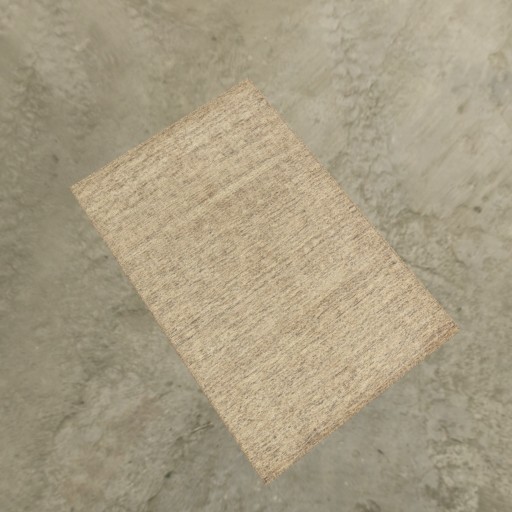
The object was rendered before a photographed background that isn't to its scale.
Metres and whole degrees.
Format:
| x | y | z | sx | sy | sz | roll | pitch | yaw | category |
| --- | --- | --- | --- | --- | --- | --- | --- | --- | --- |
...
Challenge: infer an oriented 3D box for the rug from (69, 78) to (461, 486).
| x | y | z | sx | sy | sz | roll | pitch | yaw | category |
| --- | --- | --- | --- | --- | --- | --- | --- | --- | --- |
| 0.000 | 0.000 | 2.318 | 1.211 | 0.018 | 1.822 | -35 | 77 | -9 | rug |
